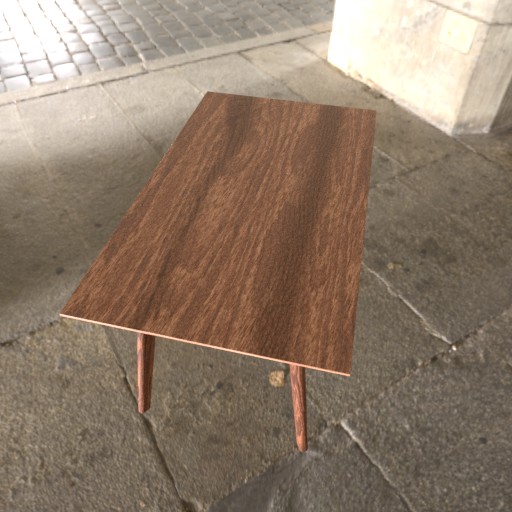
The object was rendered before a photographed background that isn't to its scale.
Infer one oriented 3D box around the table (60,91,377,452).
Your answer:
[{"bbox_3d":[0.000,0.000,1.878,0.801,0.724,1.349,10,47,9],"label":"table"}]
